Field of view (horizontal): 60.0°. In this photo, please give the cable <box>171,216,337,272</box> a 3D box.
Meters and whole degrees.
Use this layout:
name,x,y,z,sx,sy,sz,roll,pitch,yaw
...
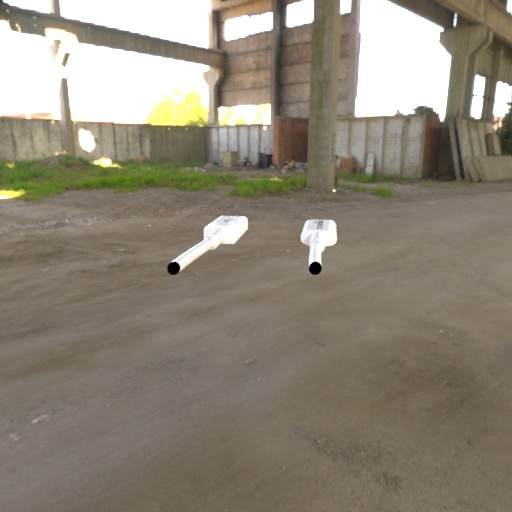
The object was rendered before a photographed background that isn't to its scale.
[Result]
name,x,y,z,sx,sy,sz,roll,pitch,yaw
cable,0.000,0.000,0.111,0.040,0.006,0.098,2,15,9
